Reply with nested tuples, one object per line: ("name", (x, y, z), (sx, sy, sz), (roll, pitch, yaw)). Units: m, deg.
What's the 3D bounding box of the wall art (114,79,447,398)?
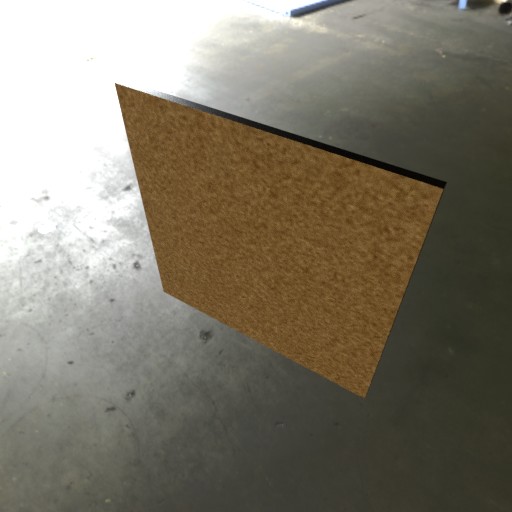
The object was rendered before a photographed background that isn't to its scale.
("wall art", (0.000, 0.000, 0.683), (0.446, 0.445, 0.014), (24, 51, 22))
